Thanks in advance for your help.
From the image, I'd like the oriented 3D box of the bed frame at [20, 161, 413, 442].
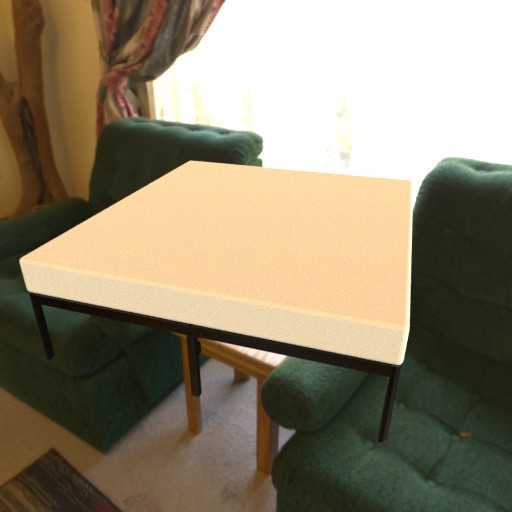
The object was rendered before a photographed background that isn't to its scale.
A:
[{"bbox_3d":[0.000,0.000,3.052,1.963,0.659,2.079,8,28,16],"label":"bed frame"}]
